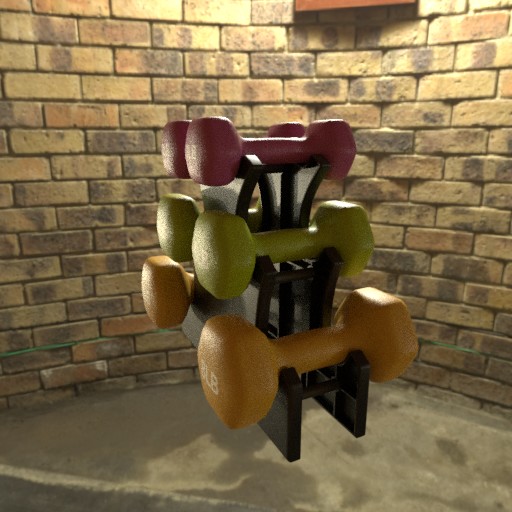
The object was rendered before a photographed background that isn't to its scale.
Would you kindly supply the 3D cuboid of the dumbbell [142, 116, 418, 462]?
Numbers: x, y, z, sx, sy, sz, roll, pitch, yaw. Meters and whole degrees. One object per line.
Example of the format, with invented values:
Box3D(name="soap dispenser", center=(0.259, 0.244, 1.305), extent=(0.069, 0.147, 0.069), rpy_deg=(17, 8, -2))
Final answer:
Box3D(name="dumbbell", center=(0.000, 0.000, 0.462), extent=(0.190, 0.271, 0.300), rpy_deg=(-7, 17, -26))
